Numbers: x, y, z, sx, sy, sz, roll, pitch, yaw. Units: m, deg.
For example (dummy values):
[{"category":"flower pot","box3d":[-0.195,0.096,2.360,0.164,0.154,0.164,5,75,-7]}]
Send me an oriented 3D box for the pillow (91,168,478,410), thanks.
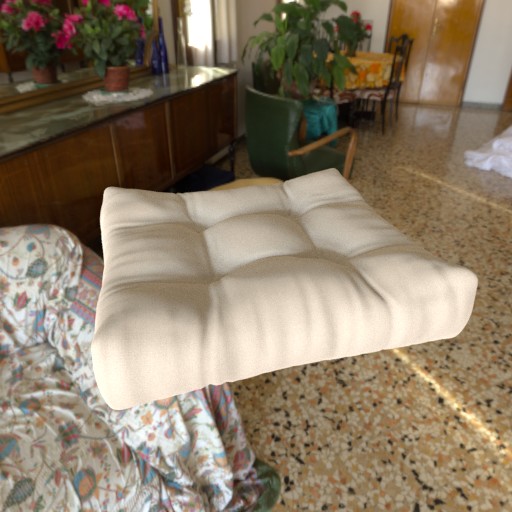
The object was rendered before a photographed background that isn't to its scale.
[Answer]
[{"category":"pillow","box3d":[0.000,0.000,0.721,0.490,0.128,0.468,-8,31,-13]}]
